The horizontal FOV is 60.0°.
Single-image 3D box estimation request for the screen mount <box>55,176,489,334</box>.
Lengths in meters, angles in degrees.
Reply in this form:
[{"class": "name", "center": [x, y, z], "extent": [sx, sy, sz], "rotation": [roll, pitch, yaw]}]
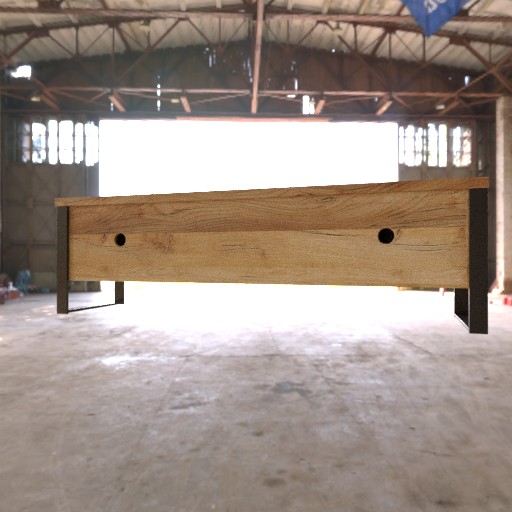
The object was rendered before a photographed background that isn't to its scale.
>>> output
[{"class": "screen mount", "center": [0.000, 0.000, 1.684], "extent": [1.524, 0.450, 0.395], "rotation": [0, 0, 18]}]
